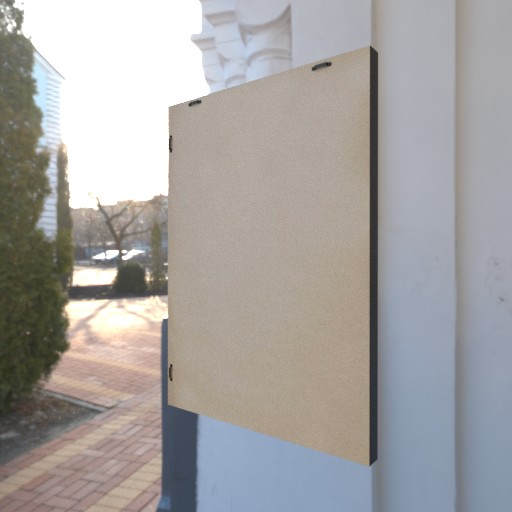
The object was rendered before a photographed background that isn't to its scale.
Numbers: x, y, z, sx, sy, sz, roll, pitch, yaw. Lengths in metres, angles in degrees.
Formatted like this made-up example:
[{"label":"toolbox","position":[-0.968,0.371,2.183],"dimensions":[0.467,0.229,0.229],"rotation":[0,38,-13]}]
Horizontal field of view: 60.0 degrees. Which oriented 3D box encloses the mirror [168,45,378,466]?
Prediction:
[{"label":"mirror","position":[0.000,0.000,0.913],"dimensions":[0.507,0.710,0.040],"rotation":[0,0,38]}]
